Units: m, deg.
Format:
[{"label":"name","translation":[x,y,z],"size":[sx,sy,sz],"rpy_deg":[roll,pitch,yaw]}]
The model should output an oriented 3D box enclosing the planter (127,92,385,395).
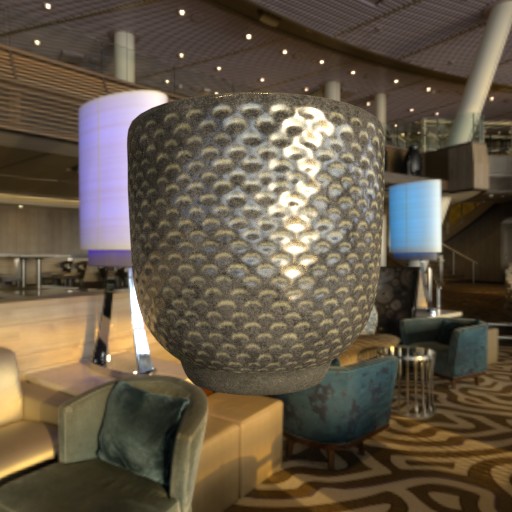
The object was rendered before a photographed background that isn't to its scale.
[{"label":"planter","translation":[0.000,0.000,0.352],"size":[0.197,0.191,0.197],"rpy_deg":[0,0,0]}]
